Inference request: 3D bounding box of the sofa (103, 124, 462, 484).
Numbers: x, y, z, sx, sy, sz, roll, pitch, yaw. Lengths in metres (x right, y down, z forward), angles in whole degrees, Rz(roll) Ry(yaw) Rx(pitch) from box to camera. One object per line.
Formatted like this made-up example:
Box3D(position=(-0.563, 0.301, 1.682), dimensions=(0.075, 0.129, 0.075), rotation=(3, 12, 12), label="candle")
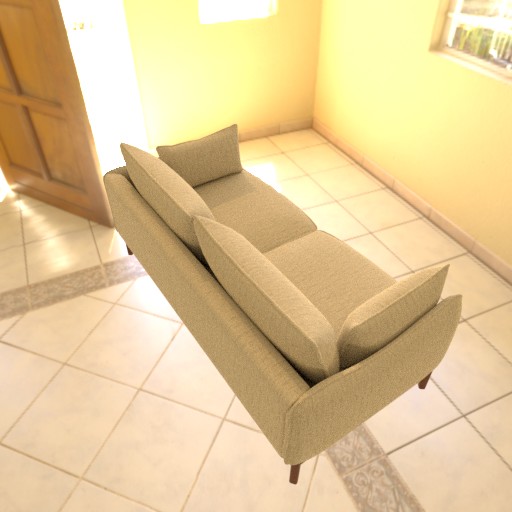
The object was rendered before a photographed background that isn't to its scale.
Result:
Box3D(position=(0.000, 0.000, 2.444), dimensions=(0.991, 0.860, 1.989), rotation=(-24, 46, -25), label="sofa")
